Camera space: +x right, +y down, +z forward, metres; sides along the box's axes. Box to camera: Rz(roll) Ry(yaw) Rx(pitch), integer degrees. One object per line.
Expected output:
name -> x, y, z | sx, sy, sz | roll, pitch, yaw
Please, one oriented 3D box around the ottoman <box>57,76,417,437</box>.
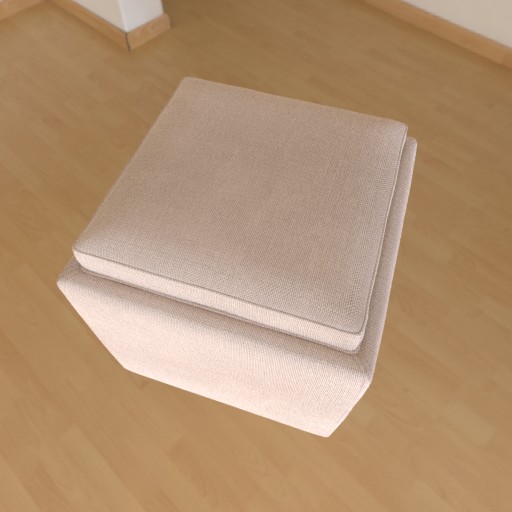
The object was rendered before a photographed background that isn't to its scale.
ottoman -> 0.000, 0.000, 0.804 | 0.451, 0.460, 0.450 | 16, 59, 10
